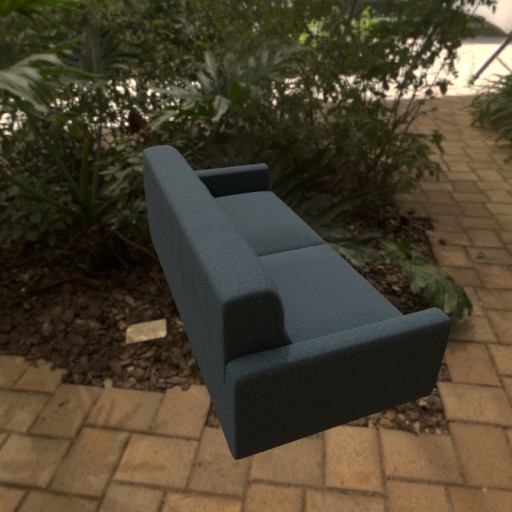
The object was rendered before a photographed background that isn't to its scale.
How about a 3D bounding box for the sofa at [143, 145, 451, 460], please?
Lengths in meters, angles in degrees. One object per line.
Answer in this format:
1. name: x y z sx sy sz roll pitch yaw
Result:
1. sofa: 0.000 0.000 2.532 0.942 0.884 2.055 -11 32 -18
